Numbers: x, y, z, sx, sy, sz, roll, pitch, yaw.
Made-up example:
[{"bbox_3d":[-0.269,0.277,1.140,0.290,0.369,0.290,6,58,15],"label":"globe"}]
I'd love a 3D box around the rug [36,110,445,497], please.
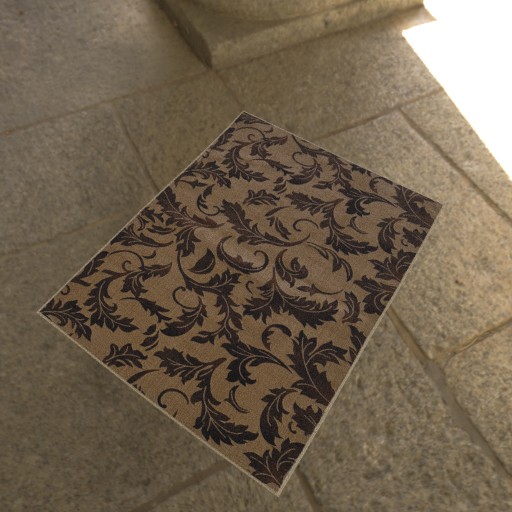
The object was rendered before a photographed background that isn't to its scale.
[{"bbox_3d":[0.000,0.000,3.933,2.380,0.008,2.977,30,63,17],"label":"rug"}]
